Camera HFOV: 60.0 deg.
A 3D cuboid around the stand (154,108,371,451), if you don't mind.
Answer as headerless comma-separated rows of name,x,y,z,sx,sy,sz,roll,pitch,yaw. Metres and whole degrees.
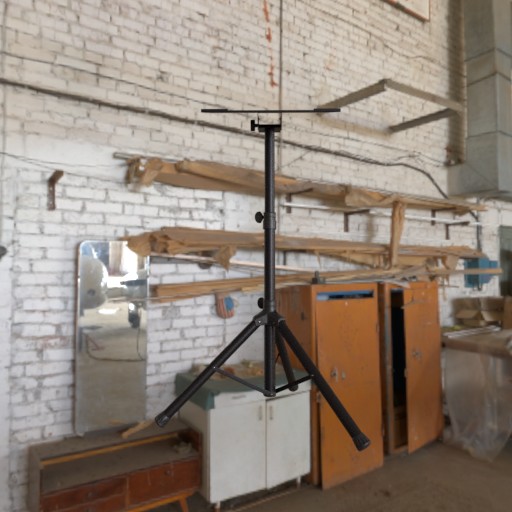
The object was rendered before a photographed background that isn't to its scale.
stand,0.000,0.000,1.685,0.702,1.198,0.702,0,-2,1
